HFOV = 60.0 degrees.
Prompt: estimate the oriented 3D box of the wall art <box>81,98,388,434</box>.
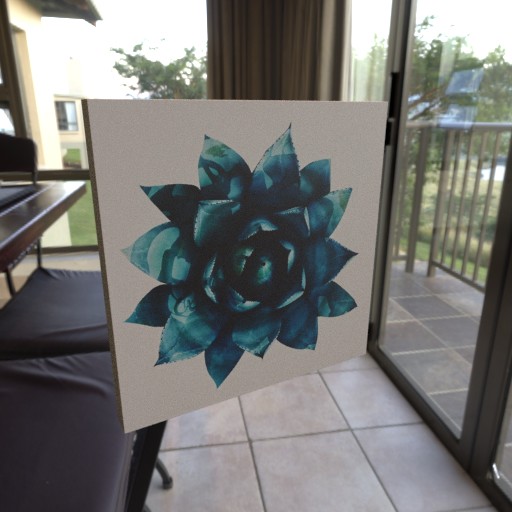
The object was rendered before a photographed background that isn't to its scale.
[{"bbox_3d":[0.000,0.000,0.614,0.406,0.406,0.038,-10,21,-27],"label":"wall art"}]
